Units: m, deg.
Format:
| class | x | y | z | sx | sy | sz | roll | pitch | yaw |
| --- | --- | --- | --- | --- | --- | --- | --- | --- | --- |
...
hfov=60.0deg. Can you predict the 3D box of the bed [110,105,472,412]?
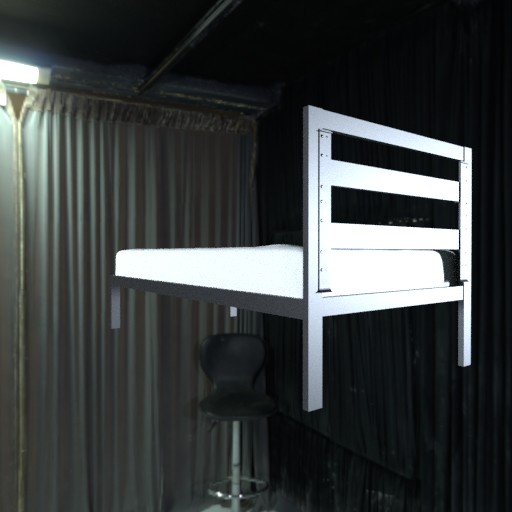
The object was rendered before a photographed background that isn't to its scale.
| class | x | y | z | sx | sy | sz | roll | pitch | yaw |
| --- | --- | --- | --- | --- | --- | --- | --- | --- | --- |
| bed | 0.000 | 0.000 | 2.459 | 0.991 | 0.967 | 1.930 | 0 | 1 | -36 |
